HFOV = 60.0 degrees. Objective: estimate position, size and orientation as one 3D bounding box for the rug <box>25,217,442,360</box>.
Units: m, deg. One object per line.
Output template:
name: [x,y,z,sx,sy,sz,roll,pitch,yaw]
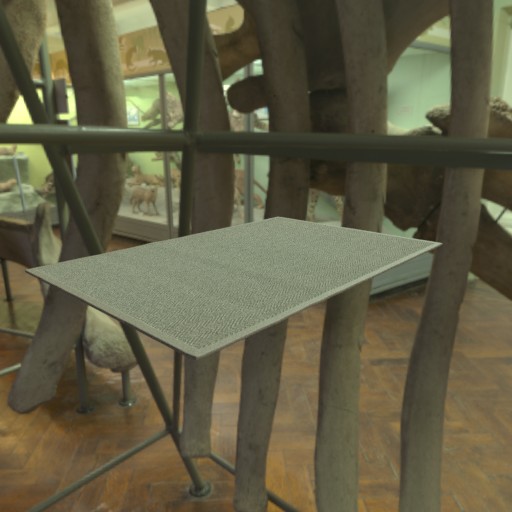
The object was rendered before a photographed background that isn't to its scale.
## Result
rug: [0.000,0.000,2.870,1.540,0.021,2.290,14,21,41]
